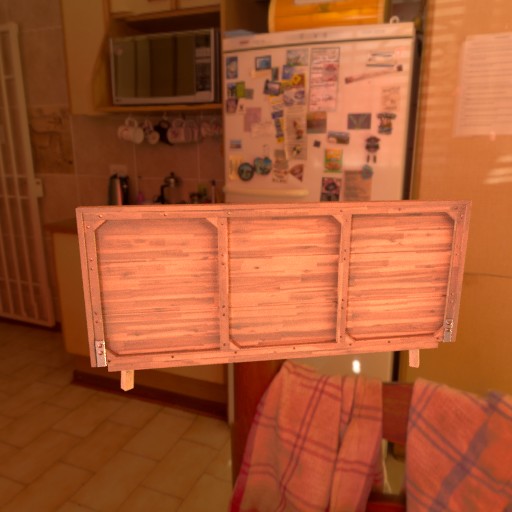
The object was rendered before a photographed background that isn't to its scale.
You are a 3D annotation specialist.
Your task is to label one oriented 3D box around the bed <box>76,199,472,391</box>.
[{"bbox_3d":[0.000,0.000,3.490,2.116,1.100,2.167,-2,14,-8],"label":"bed"}]
